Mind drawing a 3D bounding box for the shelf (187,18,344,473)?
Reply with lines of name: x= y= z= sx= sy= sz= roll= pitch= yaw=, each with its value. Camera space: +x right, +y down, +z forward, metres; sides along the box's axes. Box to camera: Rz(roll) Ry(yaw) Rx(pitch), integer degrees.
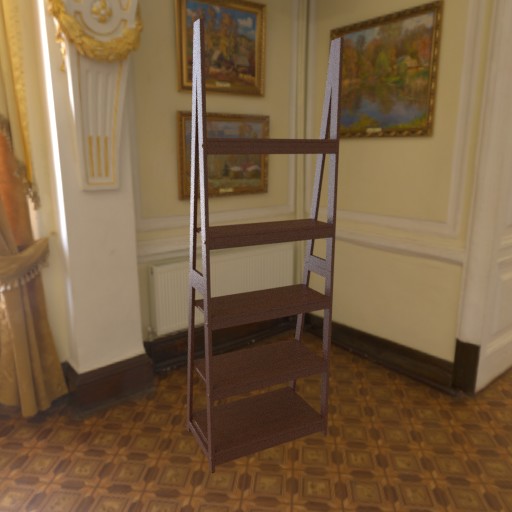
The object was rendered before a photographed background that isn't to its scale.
shelf: x=0.000 y=0.000 z=1.965 sx=0.600 sy=1.770 sz=0.350 roll=-7 pitch=15 yaw=-26
